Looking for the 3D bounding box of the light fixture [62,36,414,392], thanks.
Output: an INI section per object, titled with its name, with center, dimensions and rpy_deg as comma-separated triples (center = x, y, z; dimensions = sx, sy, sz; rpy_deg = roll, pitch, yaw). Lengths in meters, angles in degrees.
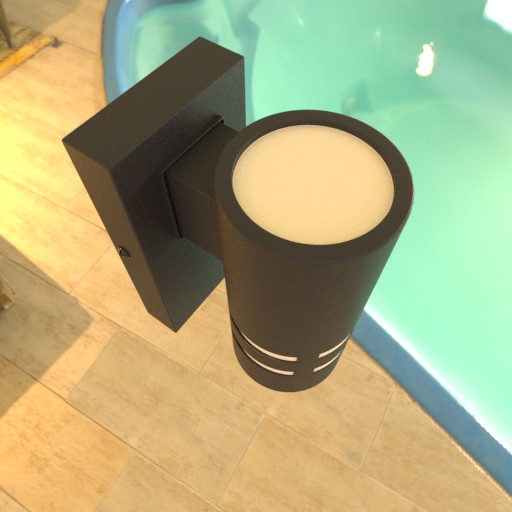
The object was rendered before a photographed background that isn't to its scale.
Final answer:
[light fixture]
center = 0.000, 0.000, 0.263
dimensions = 0.138, 0.179, 0.098
rpy_deg = 32, 64, 18
